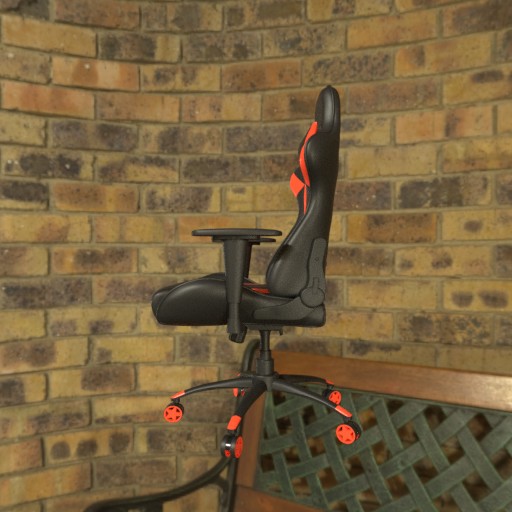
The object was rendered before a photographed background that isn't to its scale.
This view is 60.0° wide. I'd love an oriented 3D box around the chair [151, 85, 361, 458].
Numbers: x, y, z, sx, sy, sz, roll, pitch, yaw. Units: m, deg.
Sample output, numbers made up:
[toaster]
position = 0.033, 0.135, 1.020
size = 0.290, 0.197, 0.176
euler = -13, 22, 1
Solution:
[chair]
position = 0.000, 0.000, 1.725
size = 0.730, 1.282, 0.695
euler = 0, 0, 1
